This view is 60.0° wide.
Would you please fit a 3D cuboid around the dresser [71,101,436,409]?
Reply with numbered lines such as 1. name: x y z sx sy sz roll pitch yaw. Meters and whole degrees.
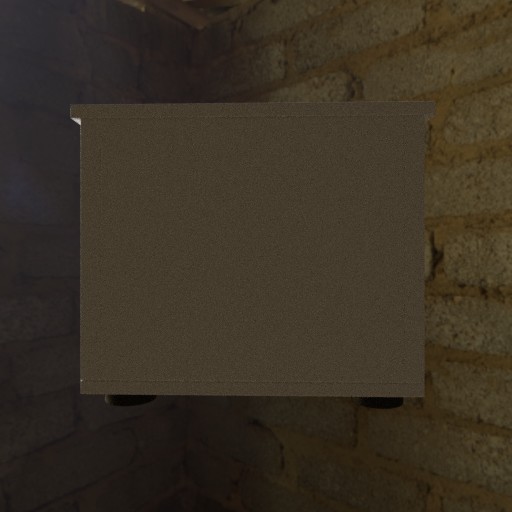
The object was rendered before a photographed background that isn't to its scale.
1. dresser: 0.000 0.000 0.720 0.430 0.360 0.400 0 0 2
